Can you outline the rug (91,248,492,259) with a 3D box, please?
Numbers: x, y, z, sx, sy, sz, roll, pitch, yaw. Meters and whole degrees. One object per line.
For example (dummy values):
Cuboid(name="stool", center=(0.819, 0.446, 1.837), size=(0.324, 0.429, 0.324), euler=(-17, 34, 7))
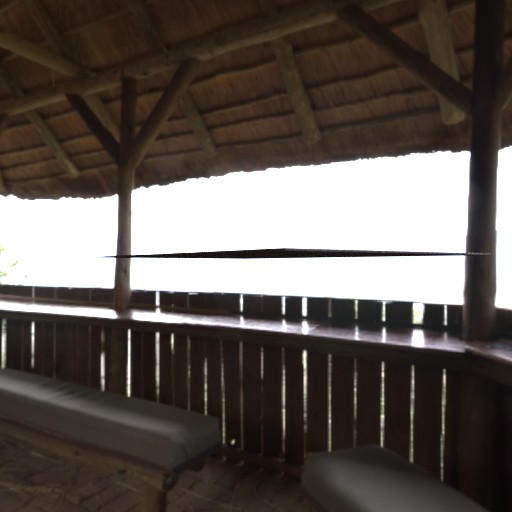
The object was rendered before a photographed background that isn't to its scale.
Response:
Cuboid(name="rug", center=(0.000, 0.000, 3.030), size=(1.517, 0.011, 2.435), euler=(1, -1, -36))
